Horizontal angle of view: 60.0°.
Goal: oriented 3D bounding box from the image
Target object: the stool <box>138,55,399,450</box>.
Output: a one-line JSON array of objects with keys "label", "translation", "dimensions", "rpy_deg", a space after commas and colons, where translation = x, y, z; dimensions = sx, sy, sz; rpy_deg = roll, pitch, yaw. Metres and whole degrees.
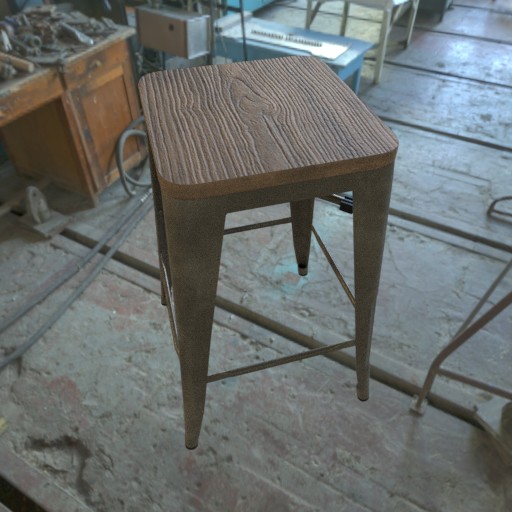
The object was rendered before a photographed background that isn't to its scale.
[{"label": "stool", "translation": [0.000, 0.000, 0.851], "dimensions": [0.407, 0.607, 0.407], "rpy_deg": [-11, 46, -11]}]
